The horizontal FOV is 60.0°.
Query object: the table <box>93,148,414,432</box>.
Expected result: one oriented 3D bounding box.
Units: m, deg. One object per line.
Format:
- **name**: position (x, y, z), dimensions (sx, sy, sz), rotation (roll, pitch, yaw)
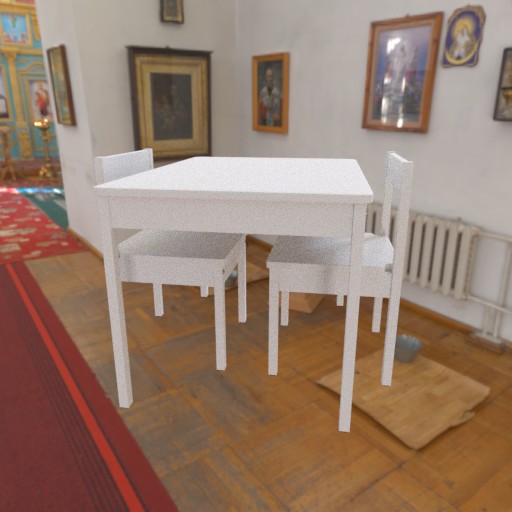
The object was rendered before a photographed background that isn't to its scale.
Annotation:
- **table**: position (0.000, 0.000, 1.120), dimensions (0.672, 0.503, 0.650), rotation (3, 18, 9)
